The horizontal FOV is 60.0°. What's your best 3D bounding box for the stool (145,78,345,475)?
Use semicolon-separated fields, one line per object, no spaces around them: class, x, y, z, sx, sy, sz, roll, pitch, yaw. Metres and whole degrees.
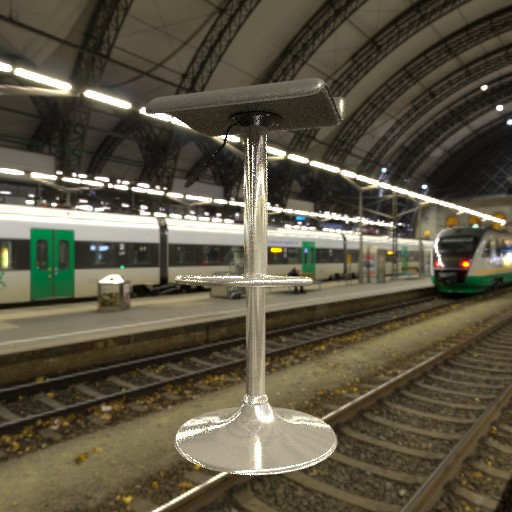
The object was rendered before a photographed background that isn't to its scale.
stool;0.000;0.000;1.051;0.381;0.851;0.381;0;0;18
